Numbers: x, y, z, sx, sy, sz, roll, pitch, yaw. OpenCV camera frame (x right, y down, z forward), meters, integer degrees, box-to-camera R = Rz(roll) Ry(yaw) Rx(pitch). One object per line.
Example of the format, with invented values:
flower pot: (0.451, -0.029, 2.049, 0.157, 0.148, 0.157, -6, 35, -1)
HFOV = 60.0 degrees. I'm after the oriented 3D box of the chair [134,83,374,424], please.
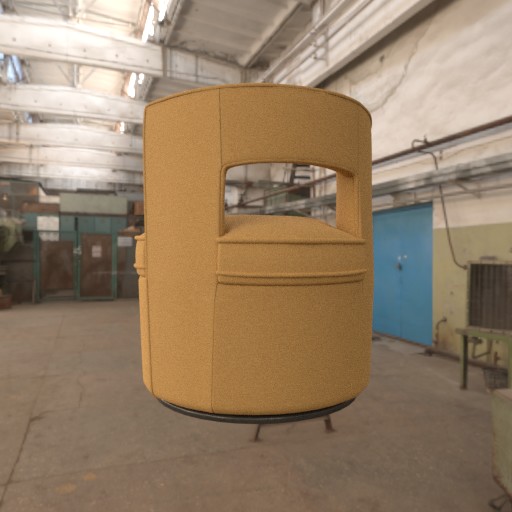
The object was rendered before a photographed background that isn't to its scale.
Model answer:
chair: (0.000, 0.000, 1.224, 0.650, 0.723, 0.665, 0, 0, -18)
